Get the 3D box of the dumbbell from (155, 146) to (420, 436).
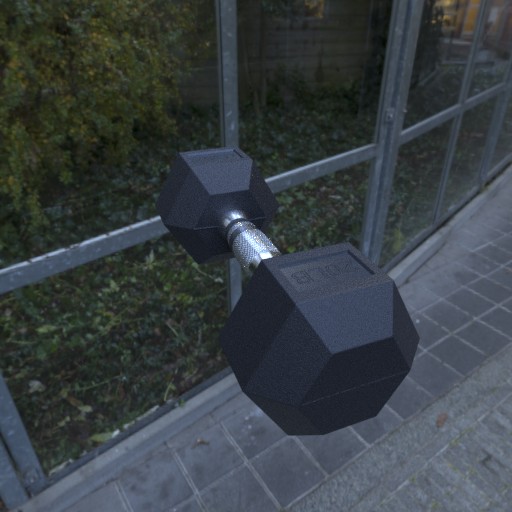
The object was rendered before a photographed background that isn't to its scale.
[{"bbox_3d":[0.000,0.000,0.327,0.106,0.092,0.272,-11,33,-18],"label":"dumbbell"}]
